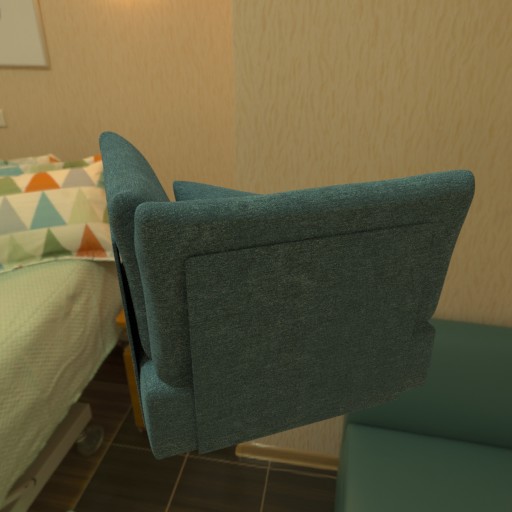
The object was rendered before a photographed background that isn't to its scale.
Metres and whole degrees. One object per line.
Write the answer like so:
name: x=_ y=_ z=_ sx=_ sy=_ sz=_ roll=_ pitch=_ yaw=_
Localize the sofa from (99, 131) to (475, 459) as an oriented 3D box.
sofa: x=0.000 y=0.000 z=1.669 sx=1.000 sy=0.820 sz=1.000 roll=-9 pitch=27 yaw=-17
